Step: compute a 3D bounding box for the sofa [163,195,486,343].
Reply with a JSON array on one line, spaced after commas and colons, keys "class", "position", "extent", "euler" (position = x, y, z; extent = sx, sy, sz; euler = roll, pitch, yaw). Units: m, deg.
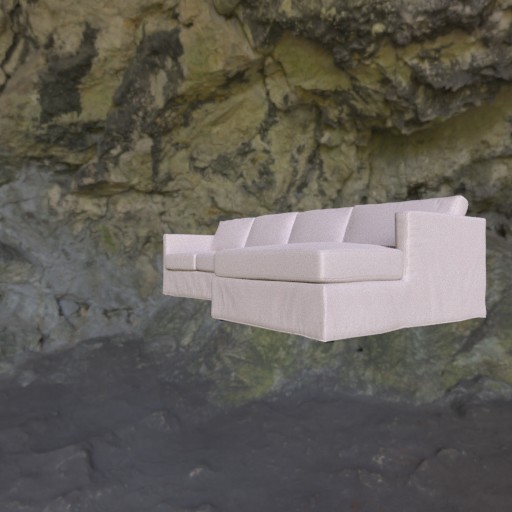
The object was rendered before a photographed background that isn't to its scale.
[{"class": "sofa", "position": [0.000, 0.000, 3.818], "extent": [1.622, 0.871, 3.206], "euler": [0, 0, -37]}]
